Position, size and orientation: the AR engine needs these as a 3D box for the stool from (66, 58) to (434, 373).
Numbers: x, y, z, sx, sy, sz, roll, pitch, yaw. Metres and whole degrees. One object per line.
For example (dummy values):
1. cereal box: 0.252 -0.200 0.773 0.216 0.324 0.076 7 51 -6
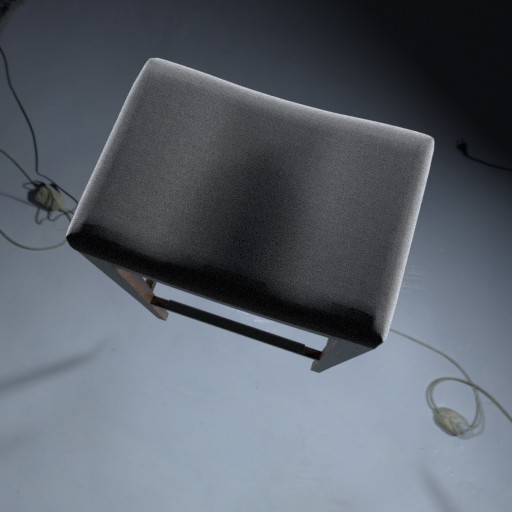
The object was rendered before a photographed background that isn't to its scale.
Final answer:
1. stool: 0.000 0.000 1.001 0.508 0.762 0.356 18 75 5
